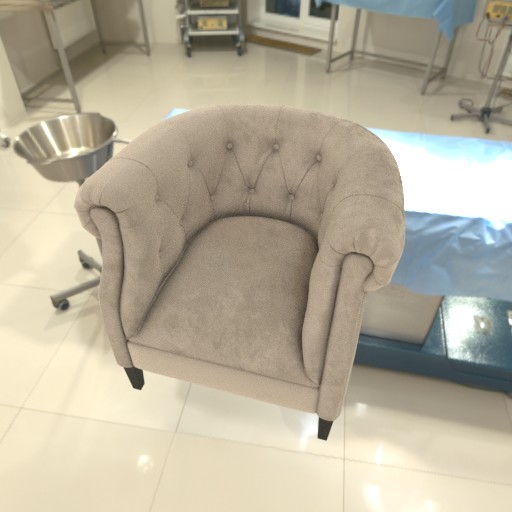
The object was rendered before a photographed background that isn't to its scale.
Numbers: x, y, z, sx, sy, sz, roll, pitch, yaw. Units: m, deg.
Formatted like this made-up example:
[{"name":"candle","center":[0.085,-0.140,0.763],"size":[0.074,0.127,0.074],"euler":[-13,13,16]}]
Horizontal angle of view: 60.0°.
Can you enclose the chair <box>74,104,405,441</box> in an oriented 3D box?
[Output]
[{"name":"chair","center":[0.000,0.000,1.578],"size":[0.904,0.826,0.851],"euler":[11,42,12]}]
